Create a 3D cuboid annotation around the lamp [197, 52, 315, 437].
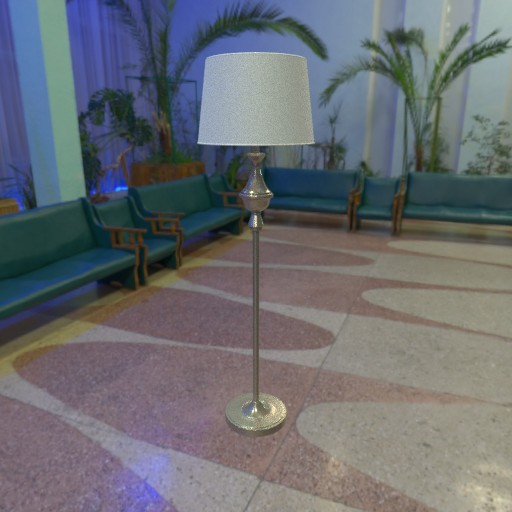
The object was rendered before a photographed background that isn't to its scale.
[{"bbox_3d":[0.000,0.000,1.761,0.431,1.488,0.431,0,16,0],"label":"lamp"}]
